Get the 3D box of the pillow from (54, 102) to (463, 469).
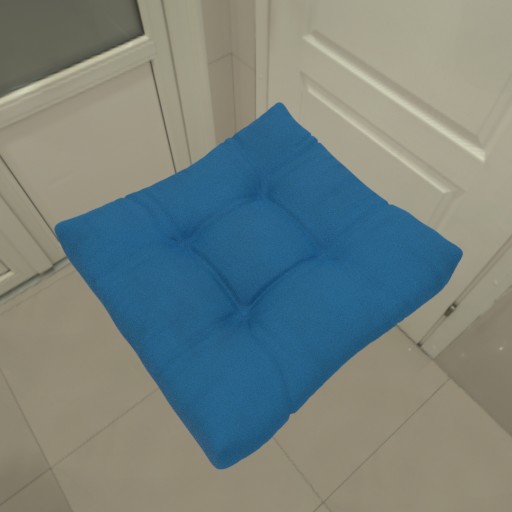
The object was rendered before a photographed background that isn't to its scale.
[{"bbox_3d":[0.000,0.000,0.736,0.490,0.128,0.468,-35,65,-19],"label":"pillow"}]
